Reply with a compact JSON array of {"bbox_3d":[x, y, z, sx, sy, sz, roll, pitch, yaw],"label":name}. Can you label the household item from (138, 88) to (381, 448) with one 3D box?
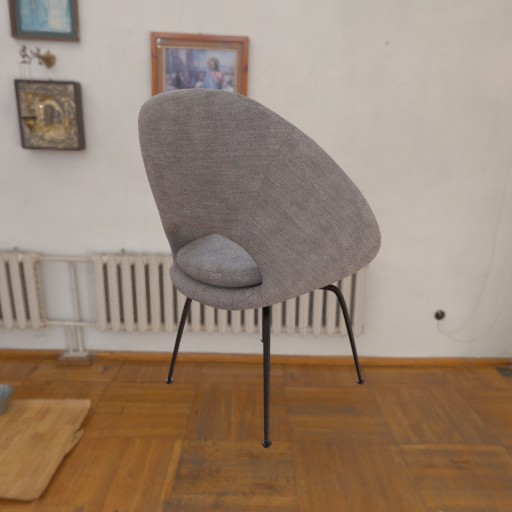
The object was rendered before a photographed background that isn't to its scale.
[{"bbox_3d":[0.000,0.000,1.295,0.587,0.869,0.643,-14,19,-43],"label":"household item"}]
